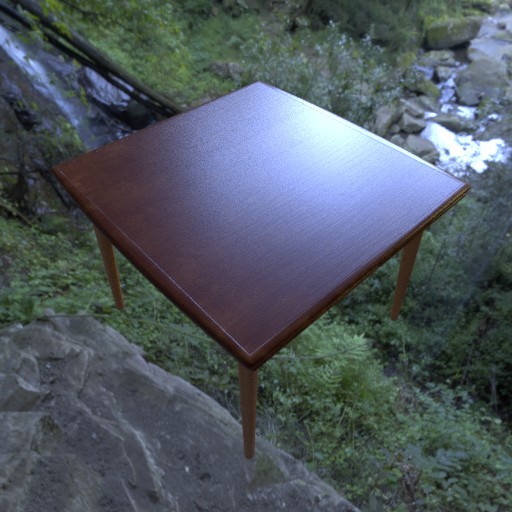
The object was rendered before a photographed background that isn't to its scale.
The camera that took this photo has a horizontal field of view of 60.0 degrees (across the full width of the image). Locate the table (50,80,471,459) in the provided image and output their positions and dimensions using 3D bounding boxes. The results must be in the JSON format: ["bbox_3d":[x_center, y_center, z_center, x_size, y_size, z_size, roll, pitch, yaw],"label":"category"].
[{"bbox_3d":[0.000,0.000,1.699,0.991,0.754,0.991,-34,55,-28],"label":"table"}]
